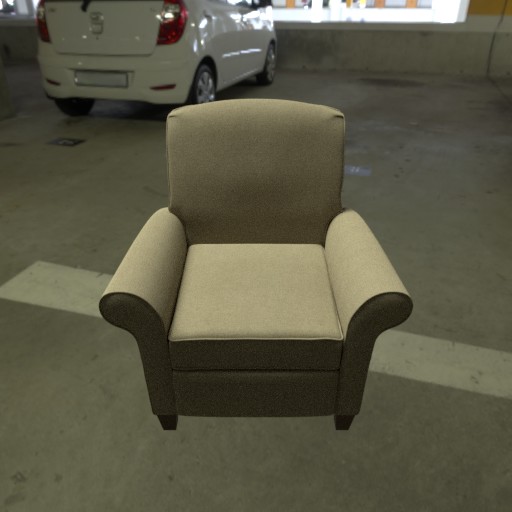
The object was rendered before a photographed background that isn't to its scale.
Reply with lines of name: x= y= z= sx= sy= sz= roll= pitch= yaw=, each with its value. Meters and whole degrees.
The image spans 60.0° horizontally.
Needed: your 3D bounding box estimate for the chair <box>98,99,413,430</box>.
chair: x=0.000 y=0.000 z=1.780 sx=0.978 sy=1.061 sz=0.905 roll=0 pitch=30 yaw=0
